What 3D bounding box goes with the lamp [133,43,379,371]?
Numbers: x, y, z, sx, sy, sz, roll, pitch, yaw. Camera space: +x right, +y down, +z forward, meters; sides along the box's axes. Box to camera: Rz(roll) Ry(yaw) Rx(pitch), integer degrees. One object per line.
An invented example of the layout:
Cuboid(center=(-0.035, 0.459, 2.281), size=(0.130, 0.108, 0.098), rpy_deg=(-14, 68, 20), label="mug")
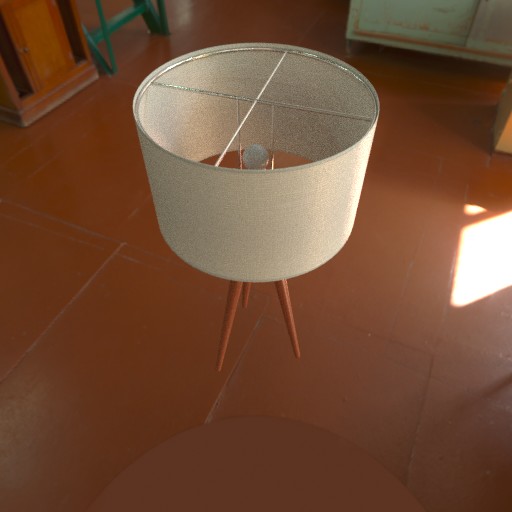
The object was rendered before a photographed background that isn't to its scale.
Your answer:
Cuboid(center=(0.000, 0.000, 0.912), size=(0.354, 0.709, 0.355), rpy_deg=(-25, 53, -20), label="lamp")
